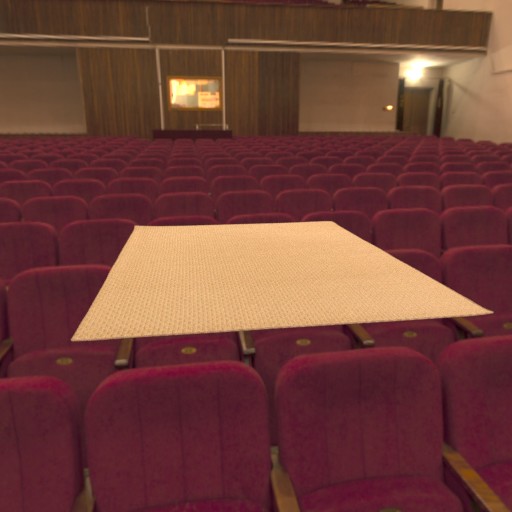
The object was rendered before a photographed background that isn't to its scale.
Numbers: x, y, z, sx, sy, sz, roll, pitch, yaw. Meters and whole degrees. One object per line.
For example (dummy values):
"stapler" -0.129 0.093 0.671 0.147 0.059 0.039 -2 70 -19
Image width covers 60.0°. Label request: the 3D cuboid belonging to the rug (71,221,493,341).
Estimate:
"rug" 0.000 0.000 3.710 2.277 0.035 2.897 -2 15 -8
